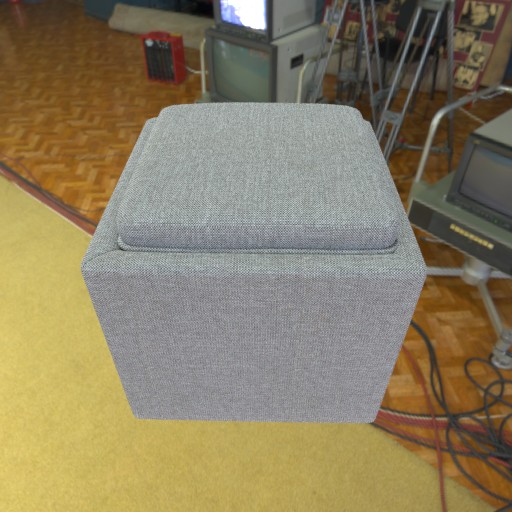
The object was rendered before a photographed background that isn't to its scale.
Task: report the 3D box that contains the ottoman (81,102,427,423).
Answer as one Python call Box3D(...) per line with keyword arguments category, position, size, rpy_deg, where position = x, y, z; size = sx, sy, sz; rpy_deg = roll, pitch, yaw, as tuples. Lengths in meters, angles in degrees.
Box3D(category="ottoman", position=(0.000, 0.000, 0.838), size=(0.450, 0.460, 0.450), rpy_deg=(1, 42, 1))
